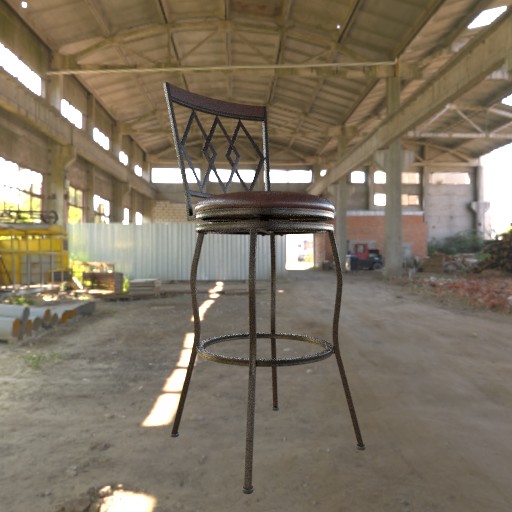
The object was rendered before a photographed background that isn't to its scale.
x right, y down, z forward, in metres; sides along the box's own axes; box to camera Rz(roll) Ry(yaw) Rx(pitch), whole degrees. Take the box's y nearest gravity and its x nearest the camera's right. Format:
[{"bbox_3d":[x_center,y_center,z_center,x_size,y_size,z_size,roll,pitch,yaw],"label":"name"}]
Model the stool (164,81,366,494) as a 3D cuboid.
[{"bbox_3d":[0.000,0.000,1.385,0.432,1.134,0.521,0,0,-36],"label":"stool"}]
